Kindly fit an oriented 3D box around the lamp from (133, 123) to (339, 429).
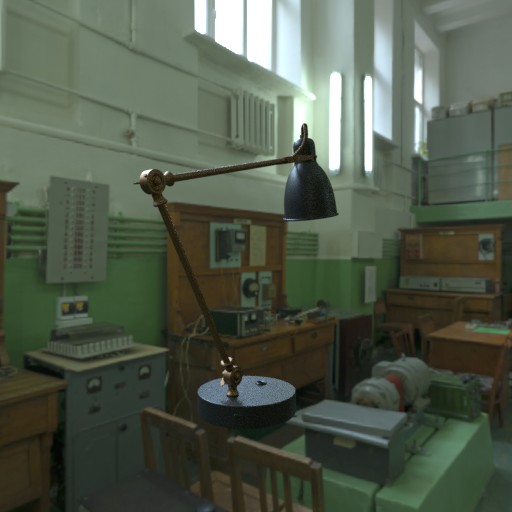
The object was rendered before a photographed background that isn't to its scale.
[{"bbox_3d":[0.000,0.000,0.866,0.187,0.587,0.561,0,1,36],"label":"lamp"}]
